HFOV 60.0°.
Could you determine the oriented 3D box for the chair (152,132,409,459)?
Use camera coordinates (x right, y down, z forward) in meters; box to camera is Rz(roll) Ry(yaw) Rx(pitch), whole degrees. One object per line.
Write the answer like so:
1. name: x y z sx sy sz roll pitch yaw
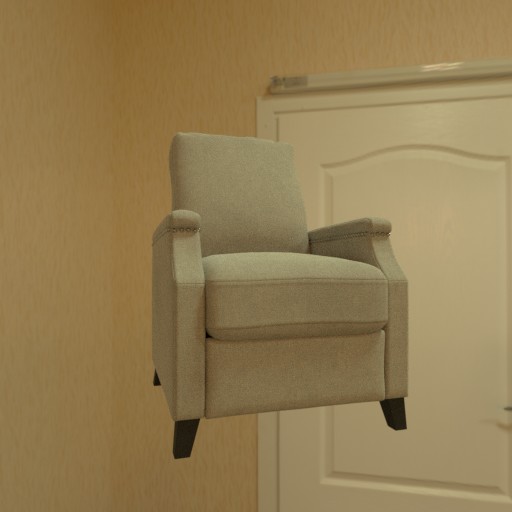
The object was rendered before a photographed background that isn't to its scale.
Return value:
1. chair: 0.000 0.000 1.626 0.710 1.049 0.922 0 -1 -17
